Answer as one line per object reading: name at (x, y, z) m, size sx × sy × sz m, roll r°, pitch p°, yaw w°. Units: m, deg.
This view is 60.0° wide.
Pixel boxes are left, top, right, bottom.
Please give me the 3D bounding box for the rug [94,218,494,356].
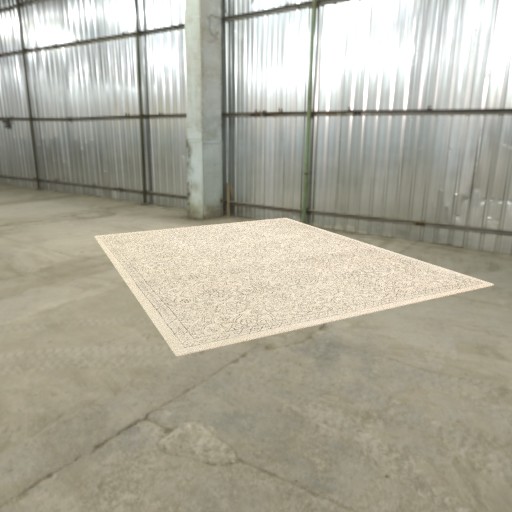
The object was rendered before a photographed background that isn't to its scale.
rug at (0.000, 0.000, 4.082) m, size 2.441 × 0.015 × 3.050 m, roll -8°, pitch 17°, yaw -26°
